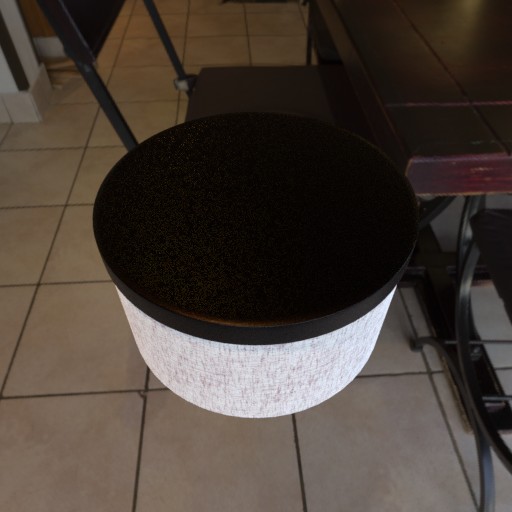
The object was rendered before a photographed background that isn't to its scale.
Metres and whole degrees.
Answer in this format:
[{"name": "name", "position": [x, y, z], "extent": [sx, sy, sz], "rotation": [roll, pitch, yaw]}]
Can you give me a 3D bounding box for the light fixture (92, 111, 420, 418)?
[{"name": "light fixture", "position": [0.000, 0.000, 0.625], "extent": [0.389, 0.229, 0.389], "rotation": [0, 47, 0]}]
